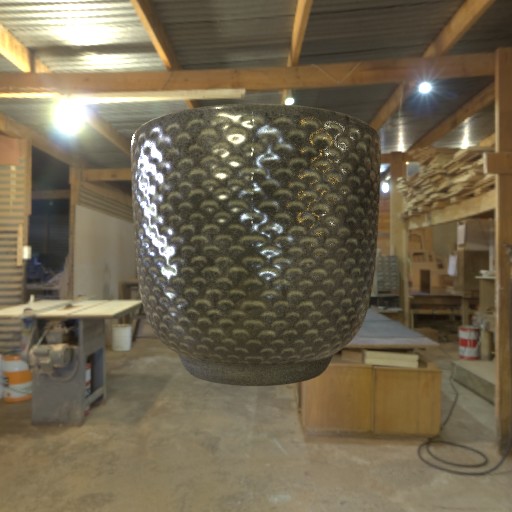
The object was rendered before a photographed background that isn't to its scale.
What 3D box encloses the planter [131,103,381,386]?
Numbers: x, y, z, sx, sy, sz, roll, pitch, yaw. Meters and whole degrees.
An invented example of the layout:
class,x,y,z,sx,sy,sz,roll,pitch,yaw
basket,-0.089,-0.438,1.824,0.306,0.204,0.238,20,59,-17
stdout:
class,x,y,z,sx,sy,sz,roll,pitch,yaw
planter,0.000,0.000,0.256,0.140,0.129,0.140,0,-1,0
